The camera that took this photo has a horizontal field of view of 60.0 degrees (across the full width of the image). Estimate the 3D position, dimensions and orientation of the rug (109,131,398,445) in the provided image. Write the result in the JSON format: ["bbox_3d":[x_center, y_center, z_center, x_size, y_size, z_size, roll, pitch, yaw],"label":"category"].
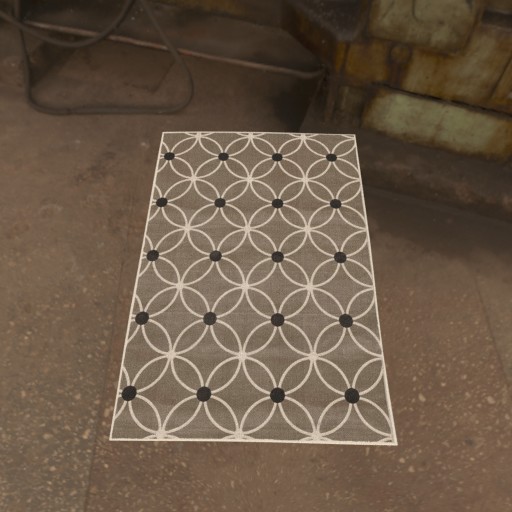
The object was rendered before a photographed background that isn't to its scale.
[{"bbox_3d":[0.000,0.000,2.909,1.522,0.008,2.284,1,59,0],"label":"rug"}]
